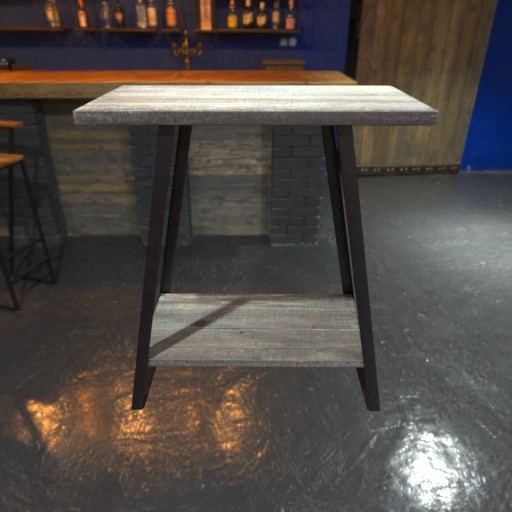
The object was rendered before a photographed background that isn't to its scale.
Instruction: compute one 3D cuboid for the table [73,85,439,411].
[{"bbox_3d":[0.000,0.000,1.022,0.599,0.701,0.300,0,29,0],"label":"table"}]
